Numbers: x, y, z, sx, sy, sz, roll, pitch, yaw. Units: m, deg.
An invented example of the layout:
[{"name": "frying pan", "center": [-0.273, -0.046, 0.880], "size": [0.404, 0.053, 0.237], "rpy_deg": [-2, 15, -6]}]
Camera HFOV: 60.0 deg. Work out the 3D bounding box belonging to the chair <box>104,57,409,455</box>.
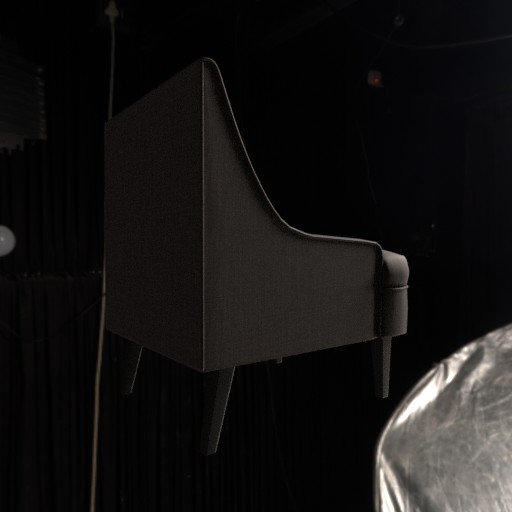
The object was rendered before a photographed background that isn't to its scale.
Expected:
[{"name": "chair", "center": [0.000, 0.000, 1.427], "size": [0.771, 0.891, 0.655], "rpy_deg": [-1, 1, -37]}]
